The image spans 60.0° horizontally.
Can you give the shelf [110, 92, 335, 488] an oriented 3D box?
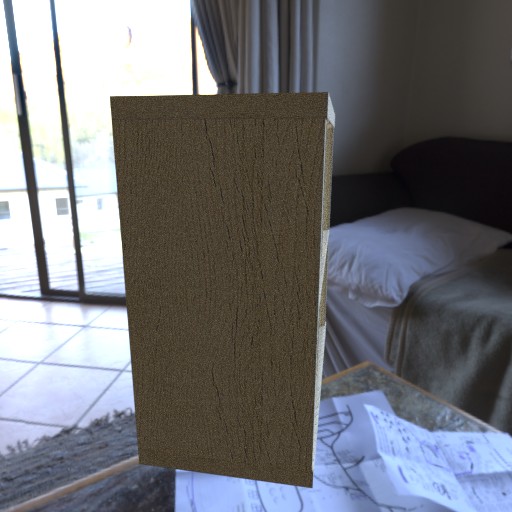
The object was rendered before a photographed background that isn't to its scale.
[{"bbox_3d":[0.000,0.000,1.241,0.390,0.786,0.790,3,15,10],"label":"shelf"}]
